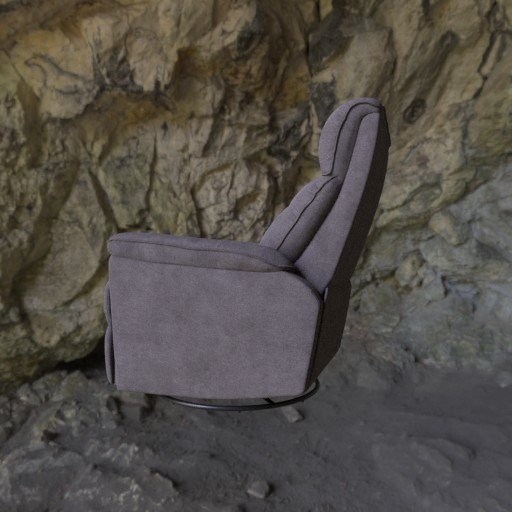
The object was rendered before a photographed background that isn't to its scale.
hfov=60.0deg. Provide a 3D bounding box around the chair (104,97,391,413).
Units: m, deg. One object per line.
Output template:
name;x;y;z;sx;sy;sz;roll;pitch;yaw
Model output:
chair;0.000;0.000;1.761;1.009;1.036;0.830;0;0;19
